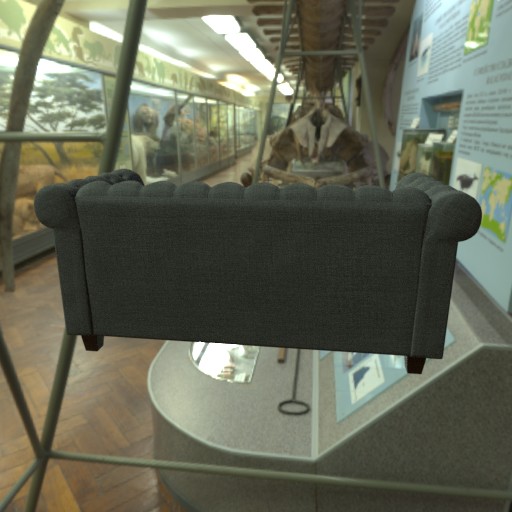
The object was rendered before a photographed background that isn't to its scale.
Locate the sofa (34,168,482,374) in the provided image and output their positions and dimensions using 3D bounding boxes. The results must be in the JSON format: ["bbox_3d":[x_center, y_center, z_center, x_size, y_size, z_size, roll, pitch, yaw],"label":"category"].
[{"bbox_3d":[0.000,0.000,2.201,1.798,0.797,0.783,2,17,7],"label":"sofa"}]
